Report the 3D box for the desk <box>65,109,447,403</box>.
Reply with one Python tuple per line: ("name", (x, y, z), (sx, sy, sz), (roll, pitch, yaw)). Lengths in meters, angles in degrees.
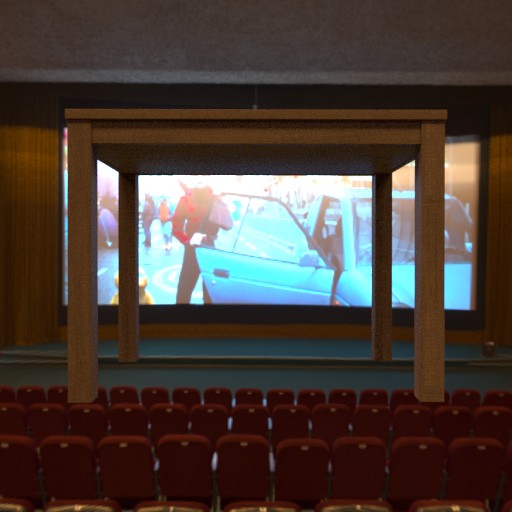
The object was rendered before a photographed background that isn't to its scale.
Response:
("desk", (0.000, 0.000, 1.398), (0.991, 0.762, 0.495), (0, 0, 0))
